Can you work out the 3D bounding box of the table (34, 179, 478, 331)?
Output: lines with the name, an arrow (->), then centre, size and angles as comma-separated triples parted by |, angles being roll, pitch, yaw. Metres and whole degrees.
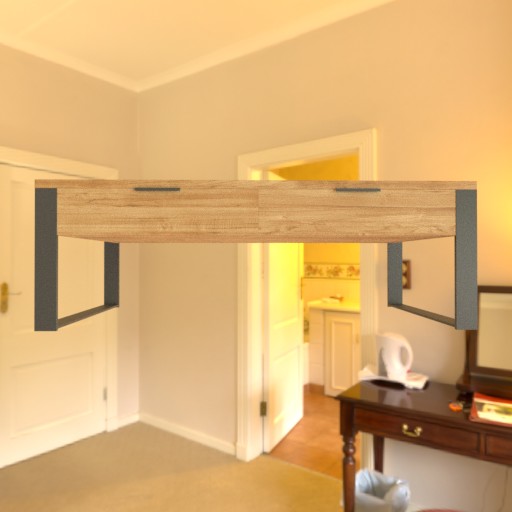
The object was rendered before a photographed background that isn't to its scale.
table -> 0.000, 0.000, 1.465 | 1.180, 0.400, 0.590 | 0, 0, -1
